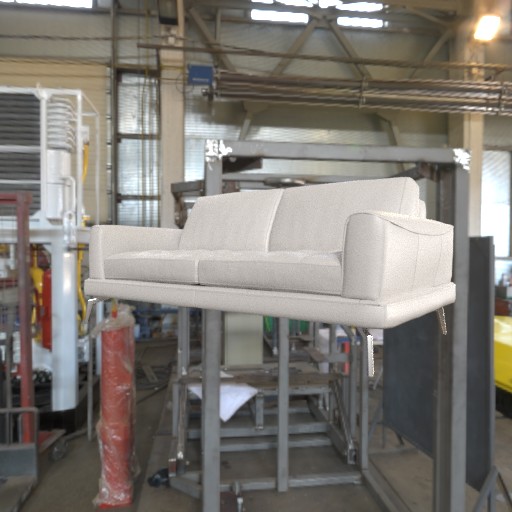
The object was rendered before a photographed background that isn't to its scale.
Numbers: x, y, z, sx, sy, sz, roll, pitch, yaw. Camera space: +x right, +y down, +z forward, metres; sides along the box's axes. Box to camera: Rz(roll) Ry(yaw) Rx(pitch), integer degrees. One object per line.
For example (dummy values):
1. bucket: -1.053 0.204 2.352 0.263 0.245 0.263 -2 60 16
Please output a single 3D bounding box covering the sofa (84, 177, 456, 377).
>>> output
1. sofa: 0.000 0.000 2.793 2.177 0.930 1.121 1 1 38
